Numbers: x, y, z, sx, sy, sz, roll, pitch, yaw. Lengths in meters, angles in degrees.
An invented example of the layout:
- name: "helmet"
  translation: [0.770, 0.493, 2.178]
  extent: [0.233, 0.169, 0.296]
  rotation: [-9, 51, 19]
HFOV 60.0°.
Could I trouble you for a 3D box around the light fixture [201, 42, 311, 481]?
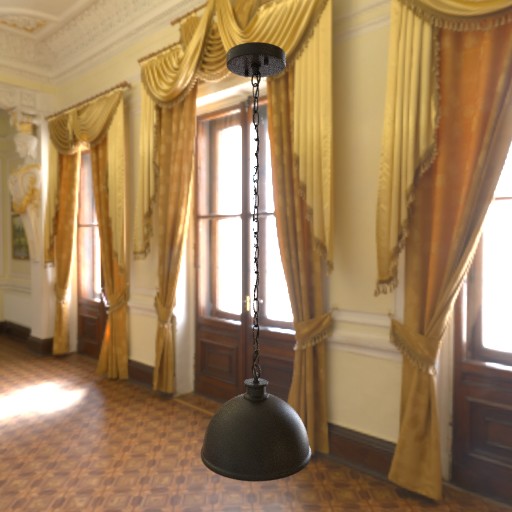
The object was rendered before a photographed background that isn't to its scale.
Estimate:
- name: "light fixture"
  translation: [0.000, 0.000, 1.216]
  extent: [0.304, 1.090, 0.304]
  rotation: [-1, 2, -35]
